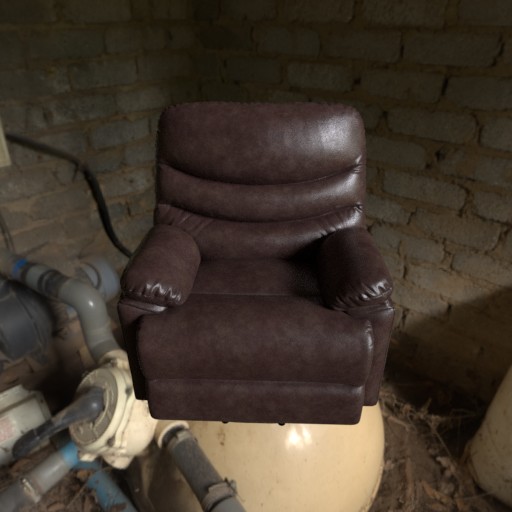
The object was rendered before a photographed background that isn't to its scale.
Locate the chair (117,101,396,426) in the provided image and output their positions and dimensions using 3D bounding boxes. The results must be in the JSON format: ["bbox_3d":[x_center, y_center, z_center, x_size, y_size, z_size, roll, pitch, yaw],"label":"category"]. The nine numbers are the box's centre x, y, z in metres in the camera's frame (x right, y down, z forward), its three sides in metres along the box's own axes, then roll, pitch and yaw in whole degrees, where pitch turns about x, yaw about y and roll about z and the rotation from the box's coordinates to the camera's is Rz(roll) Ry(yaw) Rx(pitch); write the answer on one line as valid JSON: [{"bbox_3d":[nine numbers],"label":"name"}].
[{"bbox_3d":[0.000,0.000,1.714,0.940,1.041,0.879,1,29,2],"label":"chair"}]
